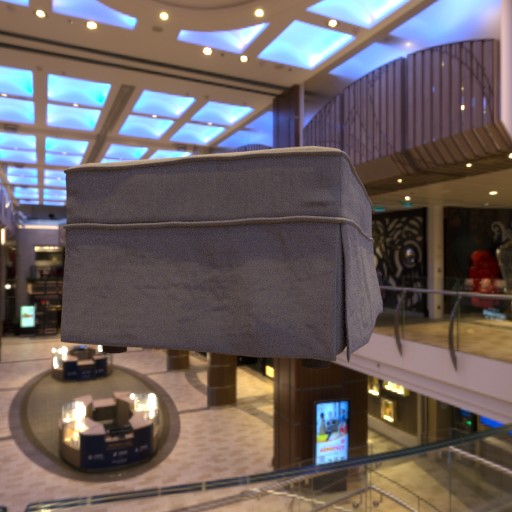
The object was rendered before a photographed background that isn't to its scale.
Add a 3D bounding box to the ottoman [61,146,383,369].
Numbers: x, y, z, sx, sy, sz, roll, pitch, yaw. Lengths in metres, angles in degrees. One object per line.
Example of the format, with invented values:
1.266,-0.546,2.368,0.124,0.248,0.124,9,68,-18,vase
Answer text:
0.000,0.000,1.340,0.703,0.479,0.944,0,-1,18,ottoman
